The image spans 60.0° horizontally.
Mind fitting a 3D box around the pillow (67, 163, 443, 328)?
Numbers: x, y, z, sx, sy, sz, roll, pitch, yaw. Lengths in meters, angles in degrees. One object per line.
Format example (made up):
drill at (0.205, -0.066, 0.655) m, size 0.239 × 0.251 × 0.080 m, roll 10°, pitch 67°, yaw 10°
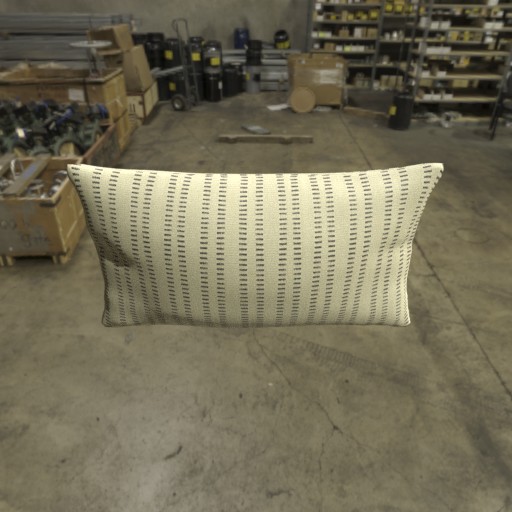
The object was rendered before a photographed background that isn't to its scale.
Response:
pillow at (0.000, 0.000, 0.823) m, size 0.640 × 0.353 × 0.210 m, roll 0°, pitch 32°, yaw 0°
